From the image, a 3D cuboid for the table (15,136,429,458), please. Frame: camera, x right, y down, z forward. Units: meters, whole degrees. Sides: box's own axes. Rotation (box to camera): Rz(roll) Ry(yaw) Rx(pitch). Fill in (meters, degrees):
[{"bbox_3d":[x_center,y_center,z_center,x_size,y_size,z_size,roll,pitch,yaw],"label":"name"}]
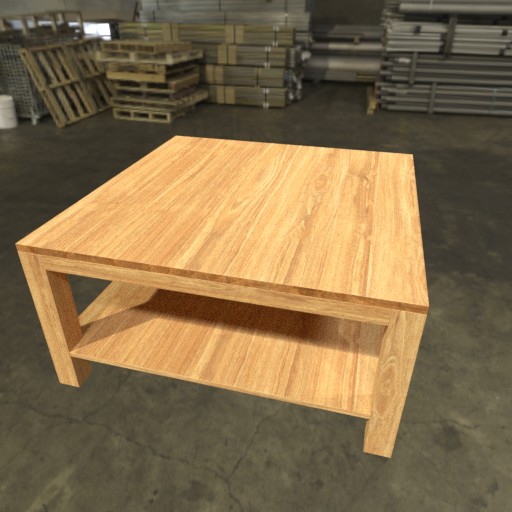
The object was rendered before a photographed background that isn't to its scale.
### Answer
[{"bbox_3d":[0.000,0.000,1.402,0.900,0.450,0.900,8,32,13],"label":"table"}]
